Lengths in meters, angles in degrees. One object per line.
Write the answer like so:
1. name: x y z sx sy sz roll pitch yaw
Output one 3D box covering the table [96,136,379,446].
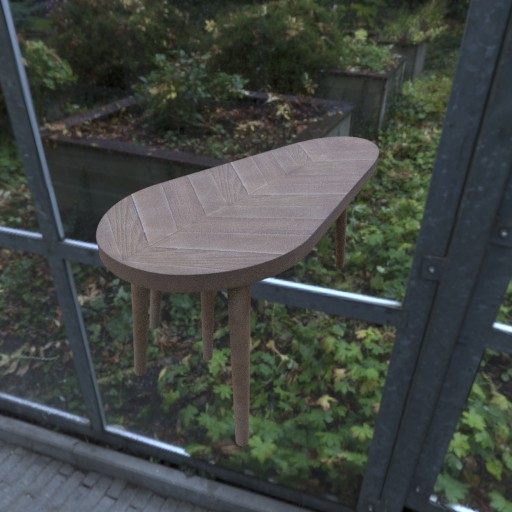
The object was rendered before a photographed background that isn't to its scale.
1. table: 0.000 0.000 1.574 0.701 0.595 1.190 21 37 31
